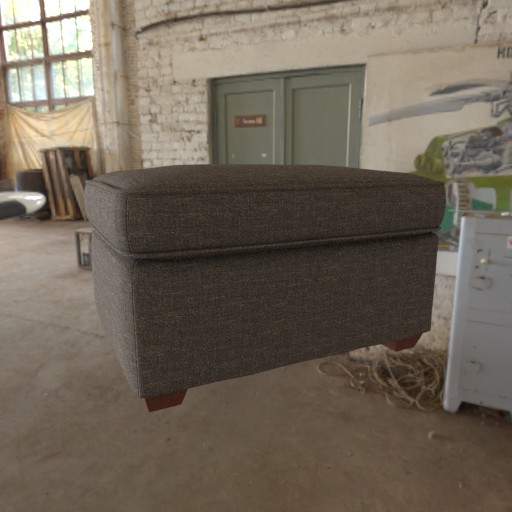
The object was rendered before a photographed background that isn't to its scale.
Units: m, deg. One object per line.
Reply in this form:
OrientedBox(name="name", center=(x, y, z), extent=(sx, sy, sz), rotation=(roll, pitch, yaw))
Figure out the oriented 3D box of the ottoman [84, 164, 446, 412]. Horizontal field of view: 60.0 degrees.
OrientedBox(name="ottoman", center=(0.000, 0.000, 1.105), extent=(0.749, 0.450, 0.549), rotation=(-6, 13, -26))
